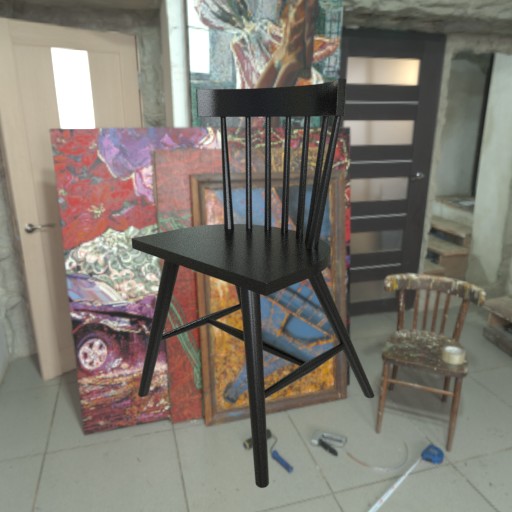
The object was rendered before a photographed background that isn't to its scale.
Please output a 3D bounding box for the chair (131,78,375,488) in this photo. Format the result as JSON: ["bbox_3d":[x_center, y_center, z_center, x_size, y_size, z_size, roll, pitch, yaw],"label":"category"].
[{"bbox_3d":[0.000,0.000,1.165,0.506,0.844,0.483,16,23,42],"label":"chair"}]
